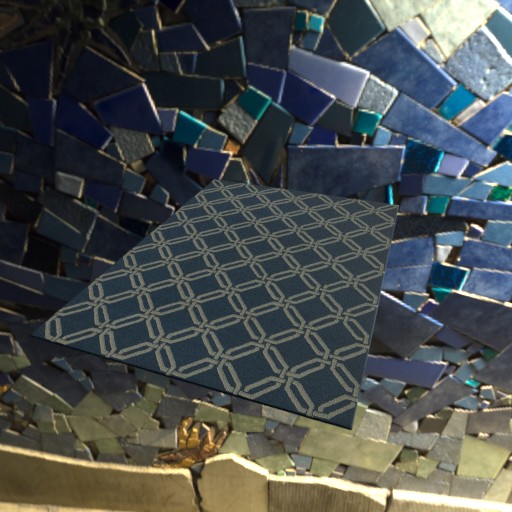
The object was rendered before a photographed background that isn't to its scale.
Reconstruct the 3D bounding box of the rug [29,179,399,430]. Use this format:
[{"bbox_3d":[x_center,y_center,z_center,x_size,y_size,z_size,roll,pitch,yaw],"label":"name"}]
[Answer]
[{"bbox_3d":[0.000,0.000,4.324,2.432,0.018,3.342,11,33,17],"label":"rug"}]
